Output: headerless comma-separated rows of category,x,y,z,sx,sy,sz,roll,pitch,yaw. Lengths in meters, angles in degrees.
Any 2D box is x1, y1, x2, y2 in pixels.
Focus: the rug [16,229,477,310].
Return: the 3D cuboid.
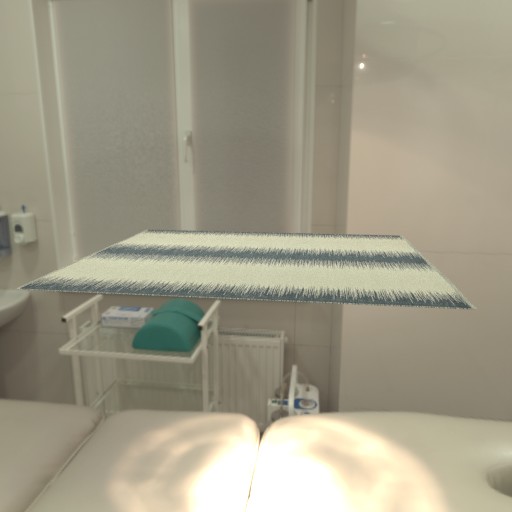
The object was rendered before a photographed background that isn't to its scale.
rug,0.000,0.000,4.035,3.037,0.004,2.453,2,13,8
